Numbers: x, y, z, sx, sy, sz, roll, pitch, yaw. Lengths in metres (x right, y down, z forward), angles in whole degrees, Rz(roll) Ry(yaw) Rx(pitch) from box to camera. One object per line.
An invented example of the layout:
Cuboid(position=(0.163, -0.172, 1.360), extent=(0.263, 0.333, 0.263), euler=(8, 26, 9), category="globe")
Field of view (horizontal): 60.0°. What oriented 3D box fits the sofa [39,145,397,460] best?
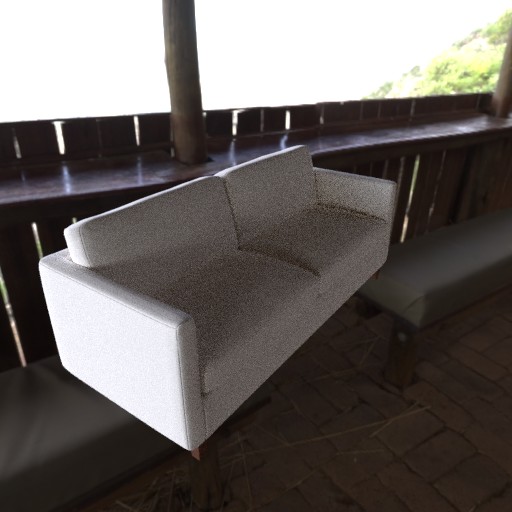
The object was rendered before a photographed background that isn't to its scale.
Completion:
Cuboid(position=(0.000, 0.000, 2.623), extent=(0.924, 0.933, 2.139), euler=(18, 31, 32), category="sofa")
